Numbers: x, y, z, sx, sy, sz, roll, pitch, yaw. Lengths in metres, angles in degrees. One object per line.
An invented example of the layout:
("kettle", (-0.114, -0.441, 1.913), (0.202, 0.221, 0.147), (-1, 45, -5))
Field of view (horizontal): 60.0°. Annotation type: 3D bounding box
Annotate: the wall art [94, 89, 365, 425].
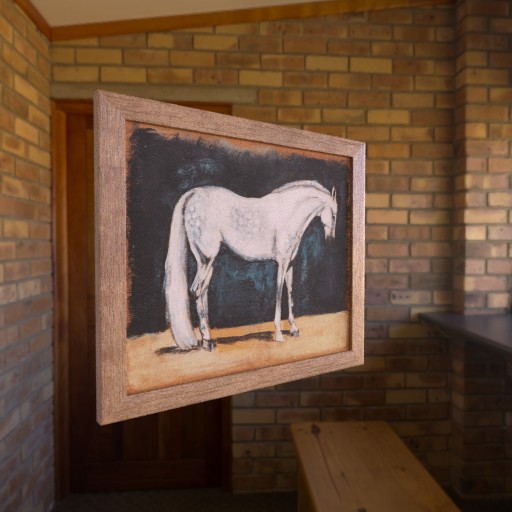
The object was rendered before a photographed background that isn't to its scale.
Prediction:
("wall art", (0.000, 0.000, 0.984), (0.690, 0.588, 0.026), (-1, 2, -36))
